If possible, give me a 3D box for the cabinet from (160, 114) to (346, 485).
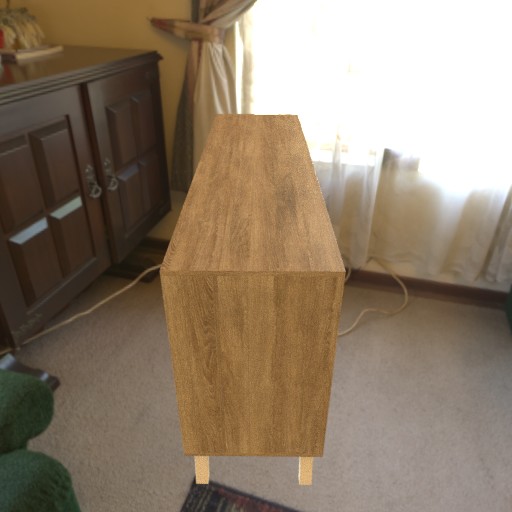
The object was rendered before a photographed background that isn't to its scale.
[{"bbox_3d":[0.000,0.000,1.981,0.450,0.870,1.600,0,31,0],"label":"cabinet"}]
